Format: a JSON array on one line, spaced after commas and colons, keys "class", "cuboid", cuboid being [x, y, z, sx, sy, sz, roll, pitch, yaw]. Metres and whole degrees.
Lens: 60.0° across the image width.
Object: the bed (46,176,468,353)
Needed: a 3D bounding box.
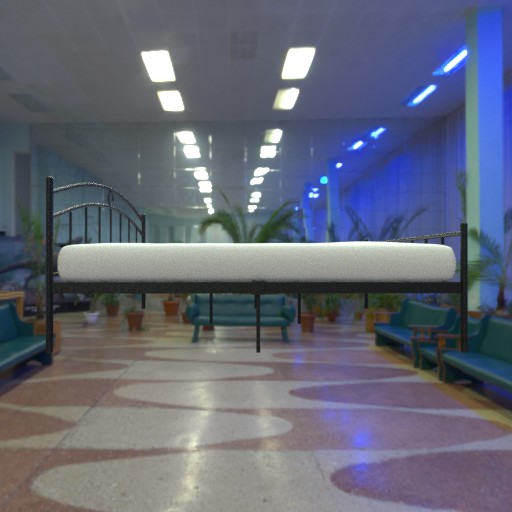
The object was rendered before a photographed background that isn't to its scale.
[{"class": "bed", "cuboid": [0.000, 0.000, 3.071, 2.040, 0.940, 1.880, 0, 0, 0]}]
